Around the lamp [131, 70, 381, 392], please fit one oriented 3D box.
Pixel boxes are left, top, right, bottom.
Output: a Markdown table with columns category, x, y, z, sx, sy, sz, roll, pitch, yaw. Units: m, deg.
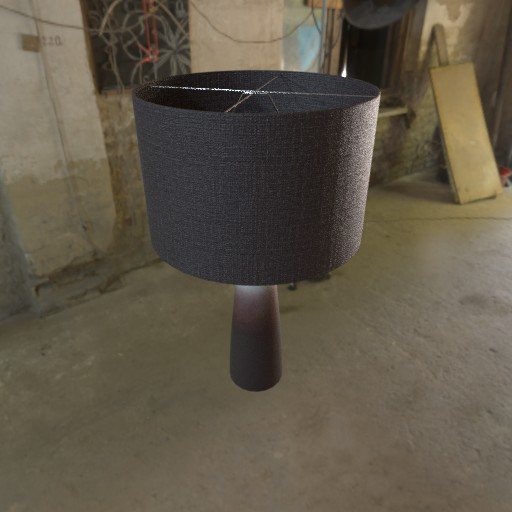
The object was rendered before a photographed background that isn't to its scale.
| category | x | y | z | sx | sy | sz | roll | pitch | yaw |
| --- | --- | --- | --- | --- | --- | --- | --- | --- | --- |
| lamp | 0.000 | 0.000 | 0.675 | 0.303 | 0.488 | 0.303 | 0 | 30 | 0 |
